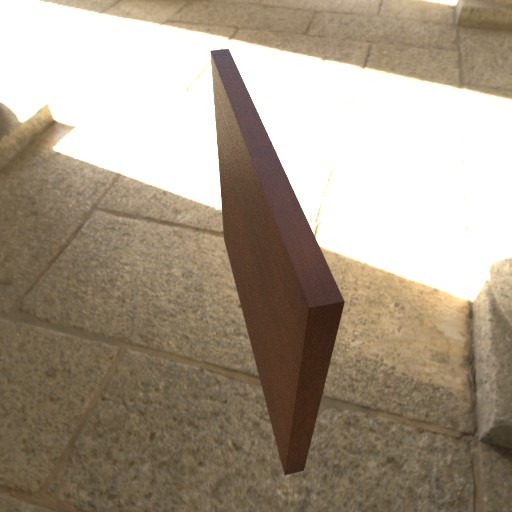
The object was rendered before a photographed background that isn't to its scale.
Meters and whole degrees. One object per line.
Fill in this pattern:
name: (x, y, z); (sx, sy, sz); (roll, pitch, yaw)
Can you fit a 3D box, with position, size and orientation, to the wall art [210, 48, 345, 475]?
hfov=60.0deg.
wall art: (0.000, 0.000, 0.742); (0.033, 0.457, 0.558); (-10, 48, -9)
